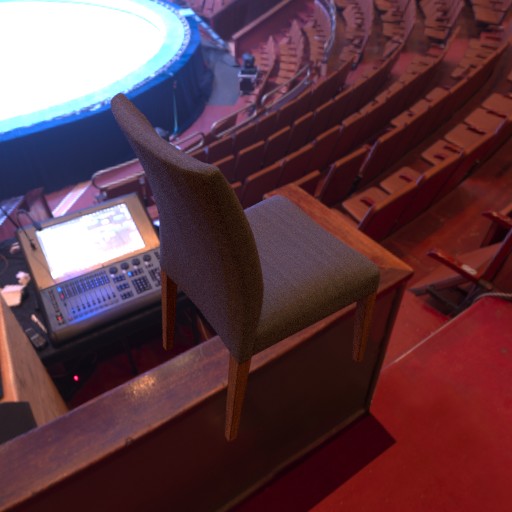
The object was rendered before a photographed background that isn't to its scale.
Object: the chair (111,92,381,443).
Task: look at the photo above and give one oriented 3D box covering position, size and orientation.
[{"bbox_3d":[0.000,0.000,1.292,0.585,0.940,0.496,-26,48,-26],"label":"chair"}]
